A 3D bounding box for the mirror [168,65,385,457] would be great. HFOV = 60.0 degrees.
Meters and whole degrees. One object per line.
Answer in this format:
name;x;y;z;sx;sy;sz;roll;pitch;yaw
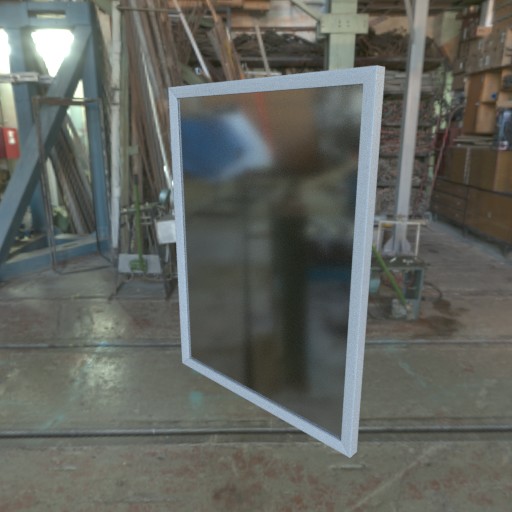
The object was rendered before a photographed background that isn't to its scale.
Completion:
mirror;0.000;0.000;1.365;0.762;1.016;0.040;15;21;41
